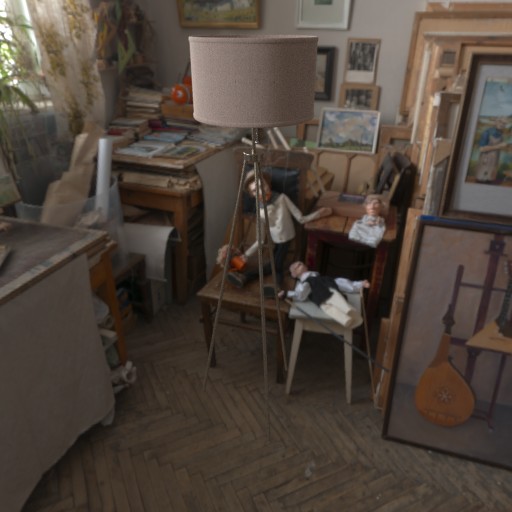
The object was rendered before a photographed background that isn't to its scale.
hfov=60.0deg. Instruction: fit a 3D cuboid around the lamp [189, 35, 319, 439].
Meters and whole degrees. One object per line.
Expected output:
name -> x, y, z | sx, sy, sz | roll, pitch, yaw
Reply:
lamp -> 0.000, 0.000, 1.740 | 0.449, 1.545, 0.460 | -9, 29, -17
